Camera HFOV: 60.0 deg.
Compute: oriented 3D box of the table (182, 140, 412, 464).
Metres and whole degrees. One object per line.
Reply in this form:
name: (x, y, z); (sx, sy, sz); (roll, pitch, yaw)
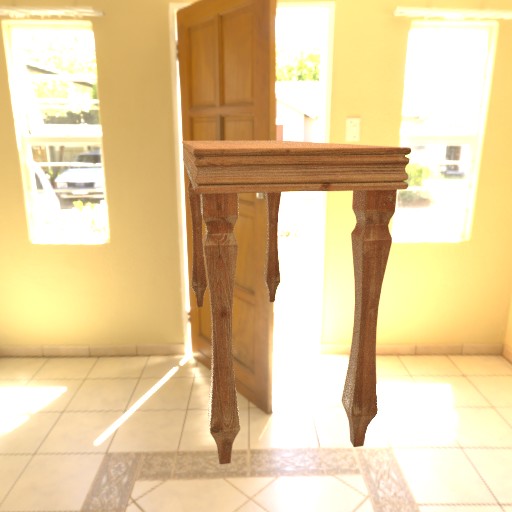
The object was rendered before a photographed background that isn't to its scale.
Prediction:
table: (0.000, 0.000, 1.767); (0.522, 0.873, 1.330); (-3, 16, -10)
